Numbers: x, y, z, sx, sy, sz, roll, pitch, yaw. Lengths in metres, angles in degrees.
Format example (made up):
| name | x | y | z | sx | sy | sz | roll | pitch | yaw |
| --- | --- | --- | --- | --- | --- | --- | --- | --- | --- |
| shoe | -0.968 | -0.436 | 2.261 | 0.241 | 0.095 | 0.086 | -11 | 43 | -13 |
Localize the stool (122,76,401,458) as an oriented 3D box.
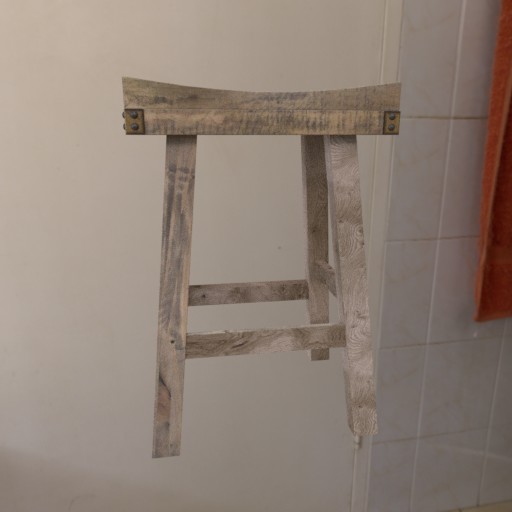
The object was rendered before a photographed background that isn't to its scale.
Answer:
| name | x | y | z | sx | sy | sz | roll | pitch | yaw |
| --- | --- | --- | --- | --- | --- | --- | --- | --- | --- |
| stool | 0.000 | 0.000 | 0.889 | 0.450 | 0.635 | 0.330 | -2 | 15 | -9 |
